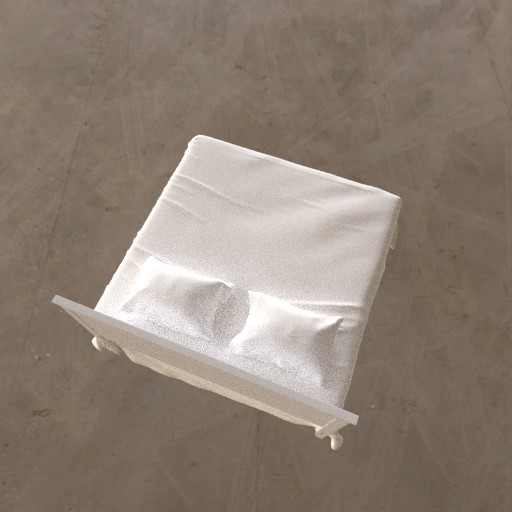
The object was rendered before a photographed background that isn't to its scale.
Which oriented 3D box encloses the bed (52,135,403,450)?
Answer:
[{"bbox_3d":[0.000,0.000,3.661,2.317,1.273,2.215,19,65,9],"label":"bed"}]
